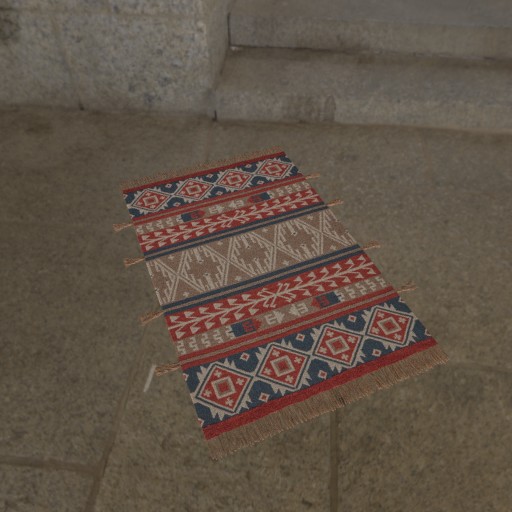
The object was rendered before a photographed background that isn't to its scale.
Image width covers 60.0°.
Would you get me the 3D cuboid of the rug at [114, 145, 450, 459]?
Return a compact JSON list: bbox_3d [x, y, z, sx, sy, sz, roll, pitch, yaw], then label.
[{"bbox_3d":[0.000,0.000,3.177,1.778,0.048,2.450,-17,50,-15],"label":"rug"}]
